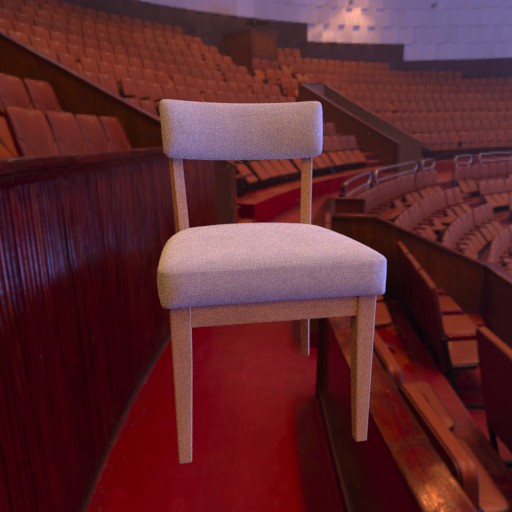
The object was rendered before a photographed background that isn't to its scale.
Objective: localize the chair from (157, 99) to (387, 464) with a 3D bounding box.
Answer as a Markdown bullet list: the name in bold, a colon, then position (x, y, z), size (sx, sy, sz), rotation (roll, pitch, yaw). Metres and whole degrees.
- **chair**: position (0.000, 0.000, 1.207), size (0.508, 0.832, 0.572), rotation (-3, 16, -10)
